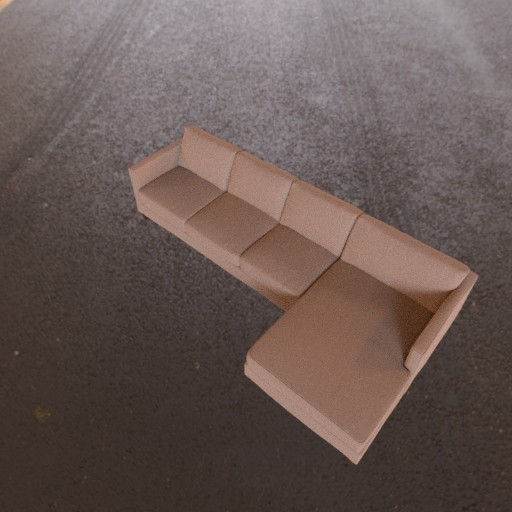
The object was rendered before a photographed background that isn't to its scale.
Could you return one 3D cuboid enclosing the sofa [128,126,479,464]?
[{"bbox_3d":[0.000,0.000,3.892,3.186,0.861,1.625,33,55,27],"label":"sofa"}]
